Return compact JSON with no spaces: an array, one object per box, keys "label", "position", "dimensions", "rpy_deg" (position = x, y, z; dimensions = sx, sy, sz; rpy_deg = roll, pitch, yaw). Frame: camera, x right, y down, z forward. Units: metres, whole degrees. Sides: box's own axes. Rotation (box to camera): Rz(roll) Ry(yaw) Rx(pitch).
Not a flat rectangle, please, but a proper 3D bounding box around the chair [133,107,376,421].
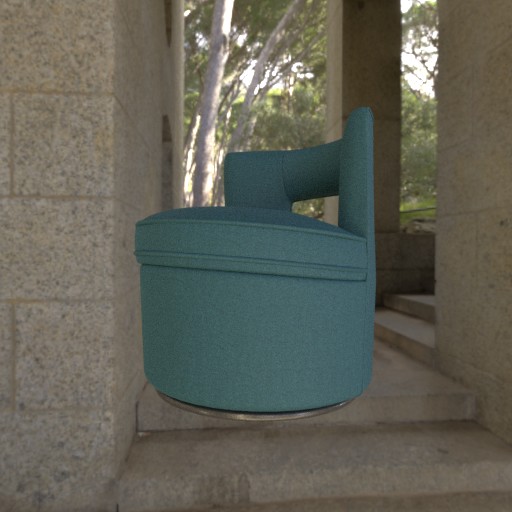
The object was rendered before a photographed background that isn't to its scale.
[{"label":"chair","position":[0.000,0.000,1.238],"dimensions":[0.660,0.711,0.684],"rpy_deg":[-1,1,-34]}]
